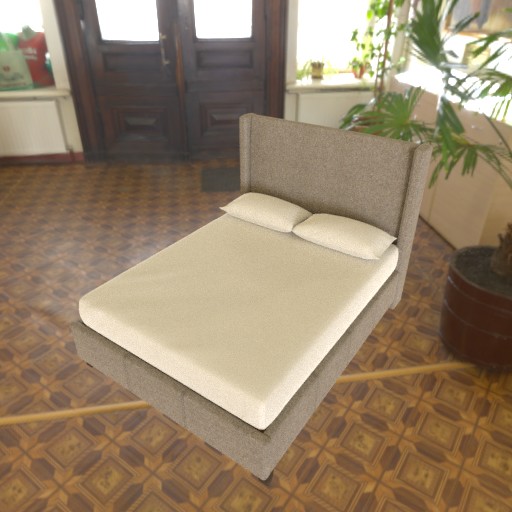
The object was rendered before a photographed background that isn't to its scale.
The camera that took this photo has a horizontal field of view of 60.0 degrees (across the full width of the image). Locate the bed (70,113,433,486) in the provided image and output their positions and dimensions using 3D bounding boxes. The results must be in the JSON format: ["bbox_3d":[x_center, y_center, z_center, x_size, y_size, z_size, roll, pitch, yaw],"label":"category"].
[{"bbox_3d":[0.000,0.000,3.374,1.714,1.481,2.245,20,37,30],"label":"bed"}]
